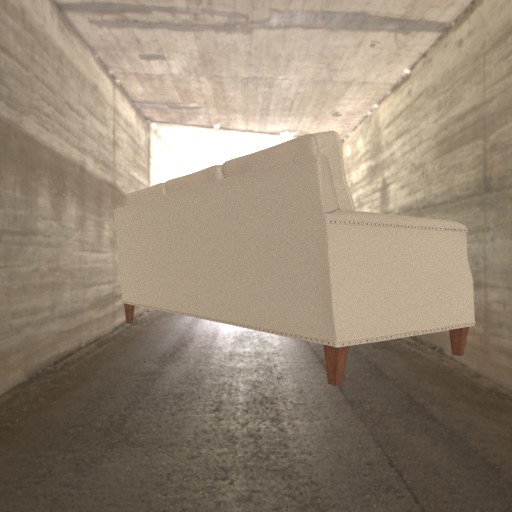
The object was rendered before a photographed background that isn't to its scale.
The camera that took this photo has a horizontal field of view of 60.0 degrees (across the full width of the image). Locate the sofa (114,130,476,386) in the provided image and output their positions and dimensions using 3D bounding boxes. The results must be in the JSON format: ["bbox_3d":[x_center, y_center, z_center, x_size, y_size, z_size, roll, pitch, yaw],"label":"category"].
[{"bbox_3d":[0.000,0.000,2.774,1.084,1.003,2.246,1,-1,-37],"label":"sofa"}]
